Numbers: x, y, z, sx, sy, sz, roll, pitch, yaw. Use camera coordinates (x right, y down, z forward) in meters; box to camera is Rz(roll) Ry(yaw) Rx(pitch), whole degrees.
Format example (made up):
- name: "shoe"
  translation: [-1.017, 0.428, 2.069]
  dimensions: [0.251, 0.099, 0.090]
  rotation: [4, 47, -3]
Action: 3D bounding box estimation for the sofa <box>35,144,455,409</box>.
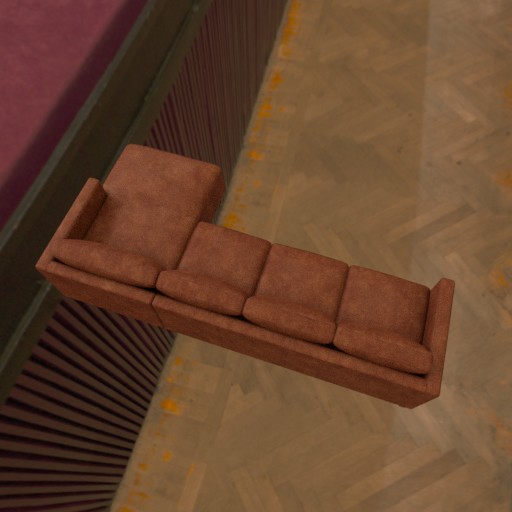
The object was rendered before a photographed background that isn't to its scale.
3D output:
- name: "sofa"
  translation: [0.000, 0.000, 3.896]
  dimensions: [3.203, 0.883, 1.581]
  rotation: [16, 64, 8]
